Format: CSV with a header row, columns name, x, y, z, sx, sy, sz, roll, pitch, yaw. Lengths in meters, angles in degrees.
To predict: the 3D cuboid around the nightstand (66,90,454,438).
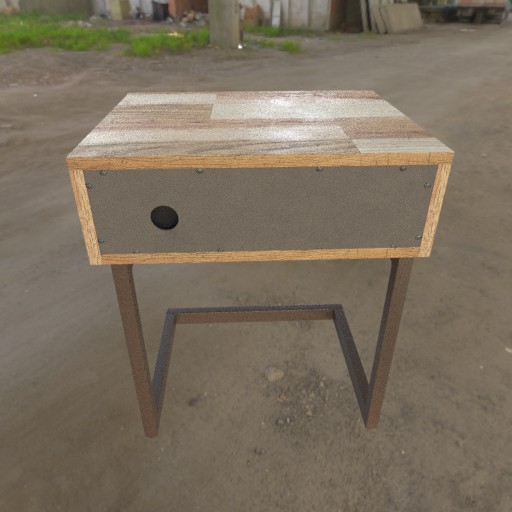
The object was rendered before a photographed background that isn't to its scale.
name,x,y,z,sx,sy,sz,roll,pitch,yaw
nightstand,0.000,0.000,1.001,0.558,0.632,0.481,-1,31,-2
